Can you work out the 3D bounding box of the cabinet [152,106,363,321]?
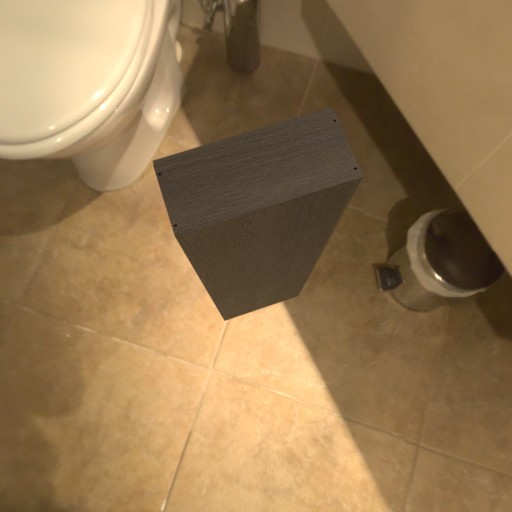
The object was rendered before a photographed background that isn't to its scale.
[{"bbox_3d":[0.000,0.000,2.004,0.500,1.790,0.230,-18,76,-5],"label":"cabinet"}]
